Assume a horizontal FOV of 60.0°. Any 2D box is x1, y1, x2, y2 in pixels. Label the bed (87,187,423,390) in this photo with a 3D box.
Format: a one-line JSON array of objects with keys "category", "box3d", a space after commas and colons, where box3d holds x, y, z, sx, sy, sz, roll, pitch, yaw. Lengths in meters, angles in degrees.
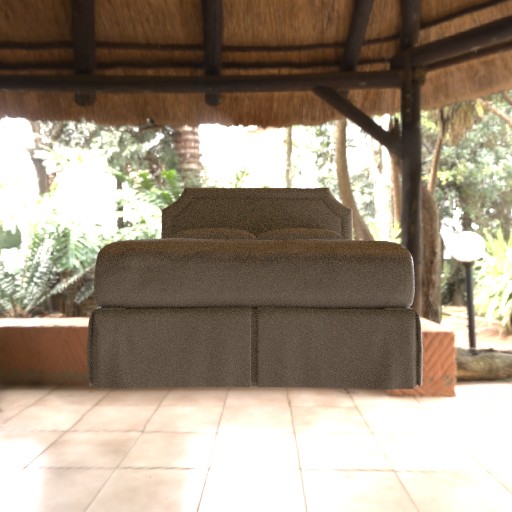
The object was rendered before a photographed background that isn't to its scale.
[{"category": "bed", "box3d": [0.000, 0.000, 3.200, 1.828, 1.297, 2.164, 0, 0, 0]}]
